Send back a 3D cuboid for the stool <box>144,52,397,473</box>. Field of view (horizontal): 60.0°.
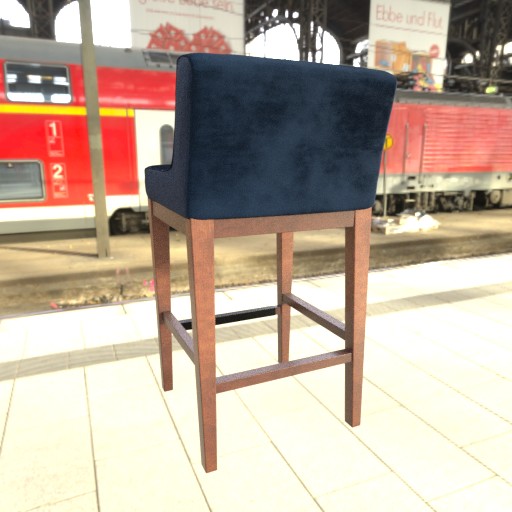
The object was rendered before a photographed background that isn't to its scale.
[{"bbox_3d":[0.000,0.000,1.238,0.511,0.945,0.516,-6,14,-24],"label":"stool"}]
